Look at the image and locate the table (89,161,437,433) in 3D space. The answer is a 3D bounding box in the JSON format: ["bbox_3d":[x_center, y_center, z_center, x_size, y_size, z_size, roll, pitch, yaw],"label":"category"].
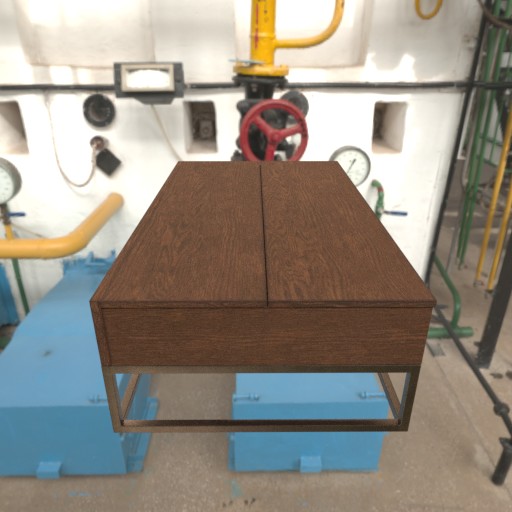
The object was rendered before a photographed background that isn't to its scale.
[{"bbox_3d":[0.000,0.000,1.490,0.719,0.361,1.167,0,26,0],"label":"table"}]
